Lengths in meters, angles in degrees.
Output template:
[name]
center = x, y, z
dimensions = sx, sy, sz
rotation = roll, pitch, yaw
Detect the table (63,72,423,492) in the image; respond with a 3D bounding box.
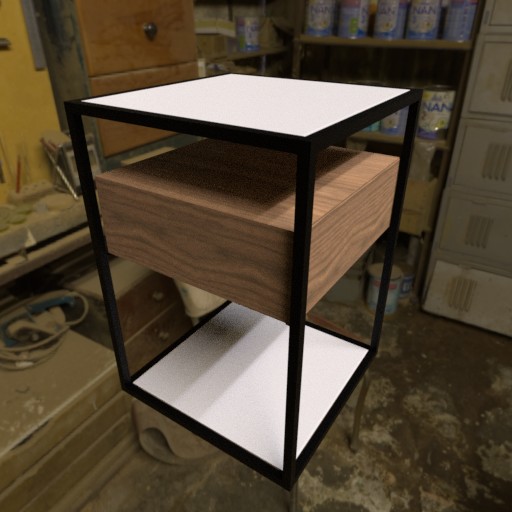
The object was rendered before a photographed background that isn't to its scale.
[table]
center = 0.000, 0.000, 0.779
dimensions = 0.378, 0.540, 0.378
rotation = 18, 34, 29
